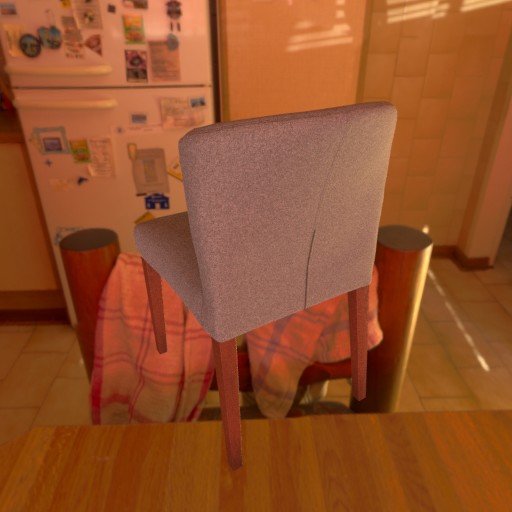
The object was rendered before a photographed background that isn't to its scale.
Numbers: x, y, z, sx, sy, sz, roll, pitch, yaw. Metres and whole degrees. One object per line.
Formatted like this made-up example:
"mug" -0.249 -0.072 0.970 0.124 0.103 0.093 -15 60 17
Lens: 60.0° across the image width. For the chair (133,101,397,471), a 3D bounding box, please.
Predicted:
"chair" 0.000 0.000 1.161 0.491 0.839 0.592 -17 33 -28
